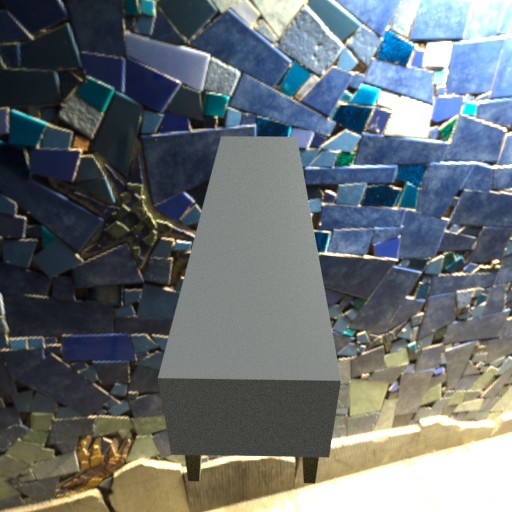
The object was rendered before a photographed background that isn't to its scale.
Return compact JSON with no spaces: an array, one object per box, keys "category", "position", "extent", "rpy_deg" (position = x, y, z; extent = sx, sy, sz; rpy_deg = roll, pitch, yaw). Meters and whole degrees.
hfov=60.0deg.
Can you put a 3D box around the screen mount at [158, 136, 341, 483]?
[{"category":"screen mount","position":[0.000,0.000,1.769],"extent":[0.399,0.432,1.644],"rpy_deg":[1,33,1]}]
